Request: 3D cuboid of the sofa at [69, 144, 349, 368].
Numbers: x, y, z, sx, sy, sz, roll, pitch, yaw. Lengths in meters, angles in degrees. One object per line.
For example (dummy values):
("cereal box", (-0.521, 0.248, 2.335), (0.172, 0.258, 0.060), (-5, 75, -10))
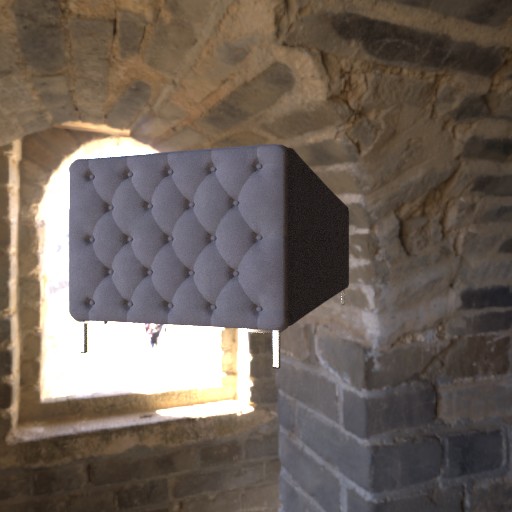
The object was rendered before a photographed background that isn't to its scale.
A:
("sofa", (0.000, 0.000, 2.623), (0.895, 0.771, 2.209), (0, 0, 17))
